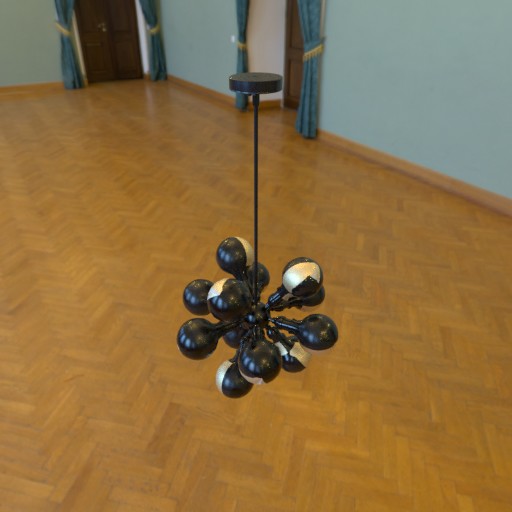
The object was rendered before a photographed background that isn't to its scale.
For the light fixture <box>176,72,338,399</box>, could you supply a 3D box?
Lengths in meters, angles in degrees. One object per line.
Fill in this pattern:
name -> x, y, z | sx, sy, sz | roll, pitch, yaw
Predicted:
light fixture -> 0.000, 0.000, 1.130 | 0.468, 0.859, 0.420 | -19, 36, -28
